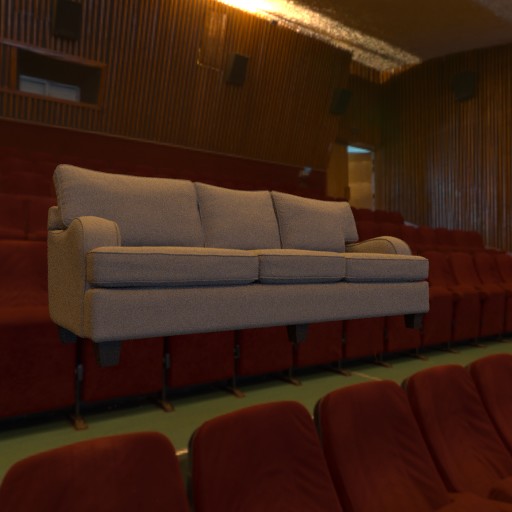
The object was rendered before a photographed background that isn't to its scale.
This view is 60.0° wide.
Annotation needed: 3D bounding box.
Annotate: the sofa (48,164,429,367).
[{"bbox_3d":[0.000,0.000,2.846,2.323,0.991,1.016,1,-2,-35],"label":"sofa"}]
